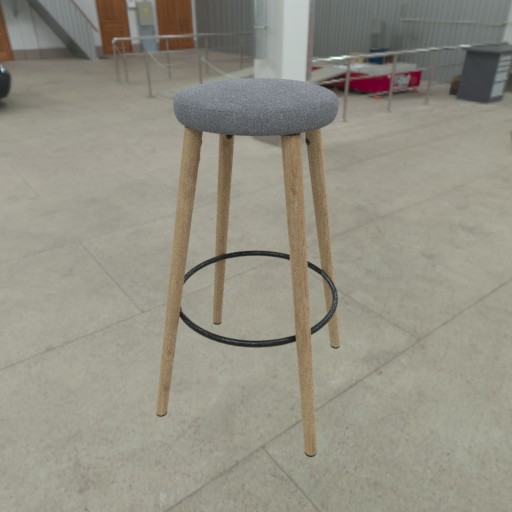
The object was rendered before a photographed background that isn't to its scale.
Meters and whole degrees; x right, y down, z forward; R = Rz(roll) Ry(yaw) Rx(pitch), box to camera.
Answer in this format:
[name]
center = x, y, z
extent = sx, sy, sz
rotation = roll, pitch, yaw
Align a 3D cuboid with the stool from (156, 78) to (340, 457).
[stool]
center = 0.000, 0.000, 1.040
extent = 0.410, 0.770, 0.410
rotation = 9, 31, 15
